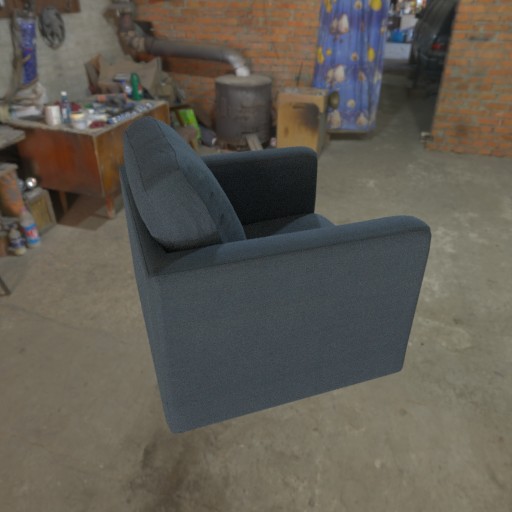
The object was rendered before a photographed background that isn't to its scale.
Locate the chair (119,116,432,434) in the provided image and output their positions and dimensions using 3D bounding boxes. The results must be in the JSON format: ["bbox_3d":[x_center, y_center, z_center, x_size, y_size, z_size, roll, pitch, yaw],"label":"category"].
[{"bbox_3d":[0.000,0.000,1.572,0.820,0.922,0.855,-10,32,-17],"label":"chair"}]
